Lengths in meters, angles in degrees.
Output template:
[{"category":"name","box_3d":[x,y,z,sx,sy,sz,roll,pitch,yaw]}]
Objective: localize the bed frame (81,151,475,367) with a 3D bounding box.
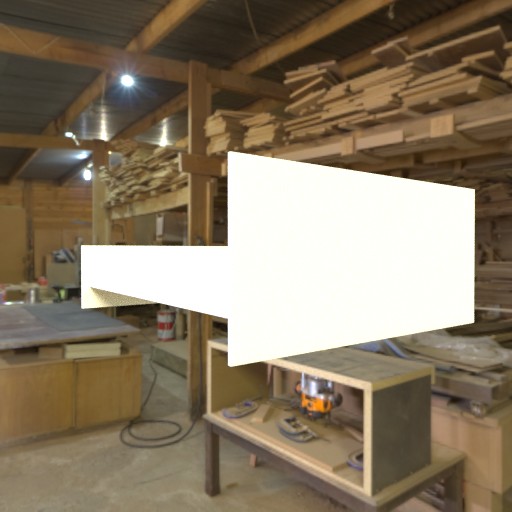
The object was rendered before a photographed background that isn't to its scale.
[{"category":"bed frame","box_3d":[0.000,0.000,2.971,1.720,0.800,2.060,0,1,-36]}]
